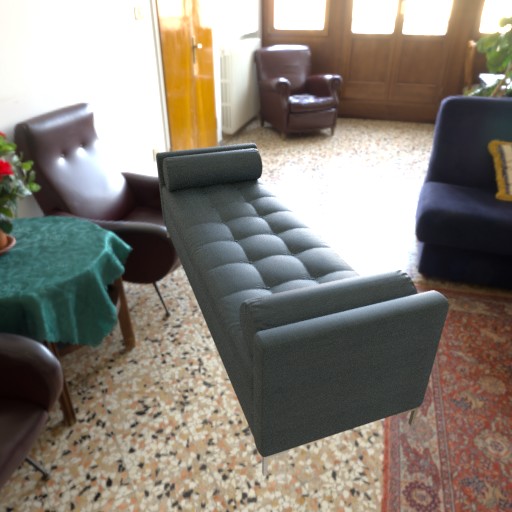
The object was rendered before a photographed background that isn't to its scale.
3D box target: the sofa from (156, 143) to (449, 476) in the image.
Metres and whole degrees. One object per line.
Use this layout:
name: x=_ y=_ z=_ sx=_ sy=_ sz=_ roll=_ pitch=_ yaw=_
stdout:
sofa: x=0.000 y=0.000 z=2.336 sx=0.686 sy=0.635 sz=1.981 roll=-10 pitch=32 yaw=-17
